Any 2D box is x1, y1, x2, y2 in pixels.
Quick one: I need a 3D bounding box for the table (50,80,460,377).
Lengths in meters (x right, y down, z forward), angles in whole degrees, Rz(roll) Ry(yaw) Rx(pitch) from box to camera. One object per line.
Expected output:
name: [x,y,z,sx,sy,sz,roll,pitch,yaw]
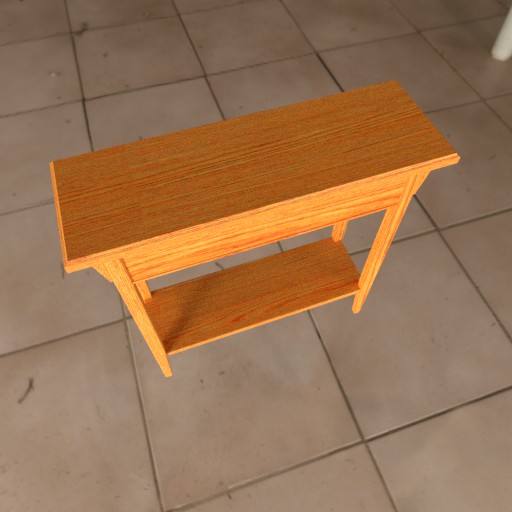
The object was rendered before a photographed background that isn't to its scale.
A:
table: [0.000,0.000,1.158,0.762,0.711,0.254,-17,59,-10]
